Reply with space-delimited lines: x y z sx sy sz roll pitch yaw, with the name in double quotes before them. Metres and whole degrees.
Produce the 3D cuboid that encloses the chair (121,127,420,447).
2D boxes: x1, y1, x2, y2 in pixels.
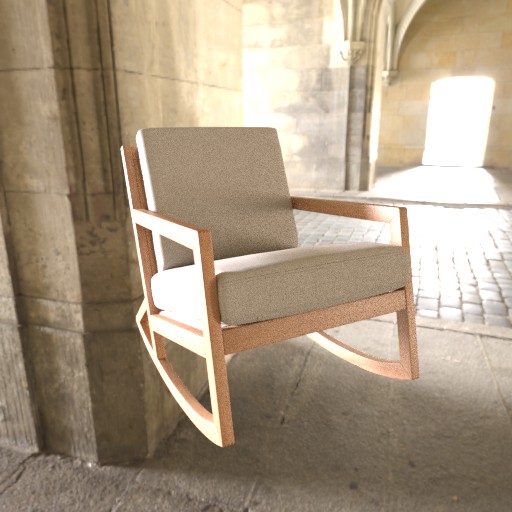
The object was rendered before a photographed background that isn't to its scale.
"chair" 0.000 0.000 1.423 0.622 0.790 0.857 -9 19 -26
